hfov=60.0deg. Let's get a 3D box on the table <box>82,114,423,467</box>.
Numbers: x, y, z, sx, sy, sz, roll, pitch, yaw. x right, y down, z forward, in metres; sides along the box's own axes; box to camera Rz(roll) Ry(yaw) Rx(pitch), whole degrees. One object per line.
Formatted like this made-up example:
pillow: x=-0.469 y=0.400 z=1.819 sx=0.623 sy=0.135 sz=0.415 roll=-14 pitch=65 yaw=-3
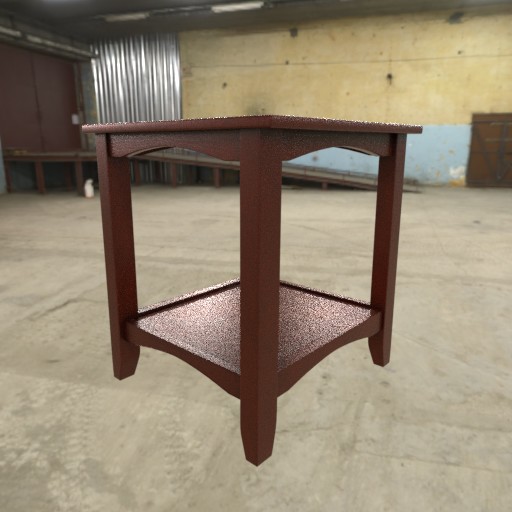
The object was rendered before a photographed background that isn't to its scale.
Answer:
table: x=0.000 y=0.000 z=0.987 sx=0.522 sy=0.558 sz=0.523 roll=13 pitch=19 yaw=43
